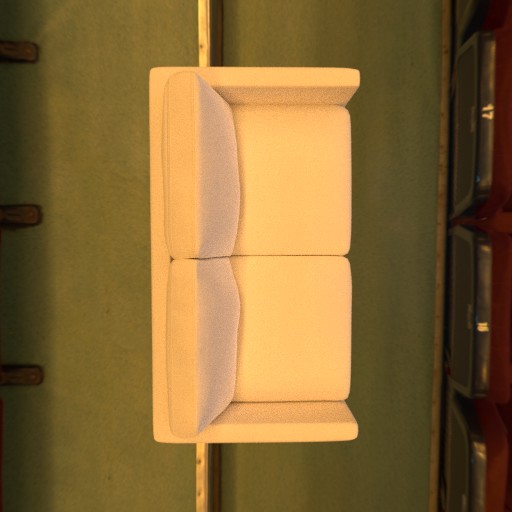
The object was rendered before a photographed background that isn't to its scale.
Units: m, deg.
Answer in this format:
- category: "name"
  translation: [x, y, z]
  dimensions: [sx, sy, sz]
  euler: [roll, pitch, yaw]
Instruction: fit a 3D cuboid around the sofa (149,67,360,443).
- category: "sofa"
  translation: [0.000, 0.000, 2.222]
  dimensions: [0.964, 0.888, 1.702]
  euler: [0, 92, -1]
